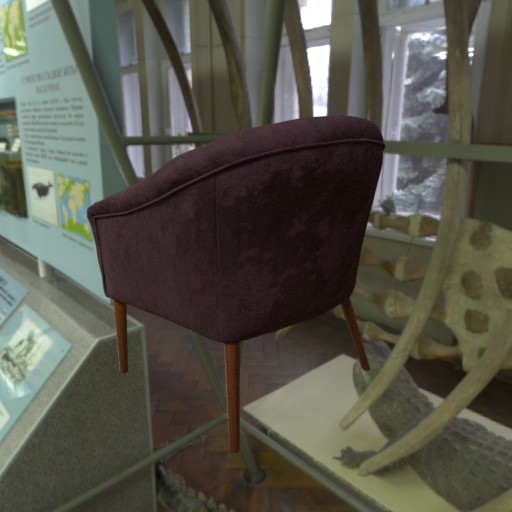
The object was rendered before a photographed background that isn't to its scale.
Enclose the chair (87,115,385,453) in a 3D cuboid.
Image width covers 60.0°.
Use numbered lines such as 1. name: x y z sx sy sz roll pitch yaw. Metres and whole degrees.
1. chair: 0.000 0.000 1.494 0.851 0.885 0.776 -14 21 -41
